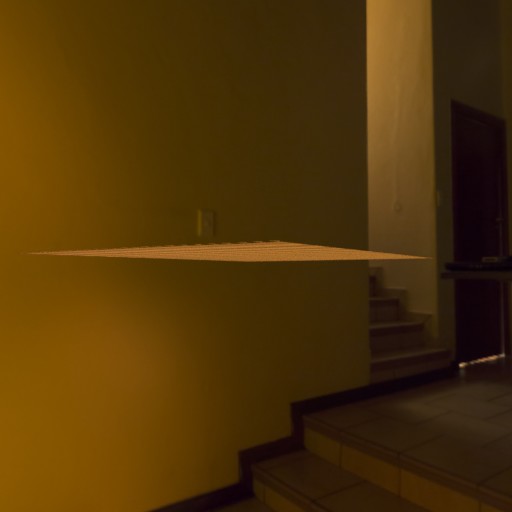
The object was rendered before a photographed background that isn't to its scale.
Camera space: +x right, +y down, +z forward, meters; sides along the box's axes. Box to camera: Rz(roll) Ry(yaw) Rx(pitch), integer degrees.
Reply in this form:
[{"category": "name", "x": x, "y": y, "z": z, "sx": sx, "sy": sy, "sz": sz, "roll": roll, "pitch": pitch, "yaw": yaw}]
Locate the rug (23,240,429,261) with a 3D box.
[{"category": "rug", "x": 0.000, "y": 0.000, "z": 4.109, "sx": 2.439, "sy": 0.005, "sz": 3.201, "roll": -2, "pitch": -3, "yaw": 35}]
